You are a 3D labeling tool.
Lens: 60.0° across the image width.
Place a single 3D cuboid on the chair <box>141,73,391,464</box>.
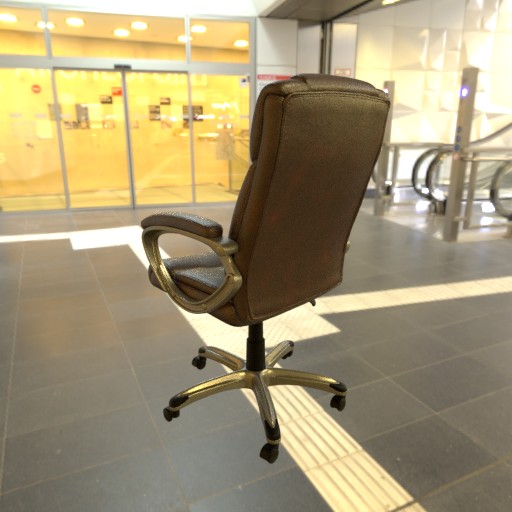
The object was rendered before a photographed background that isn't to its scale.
[{"bbox_3d":[0.000,0.000,1.541,0.656,1.128,0.692,-16,23,-43],"label":"chair"}]
